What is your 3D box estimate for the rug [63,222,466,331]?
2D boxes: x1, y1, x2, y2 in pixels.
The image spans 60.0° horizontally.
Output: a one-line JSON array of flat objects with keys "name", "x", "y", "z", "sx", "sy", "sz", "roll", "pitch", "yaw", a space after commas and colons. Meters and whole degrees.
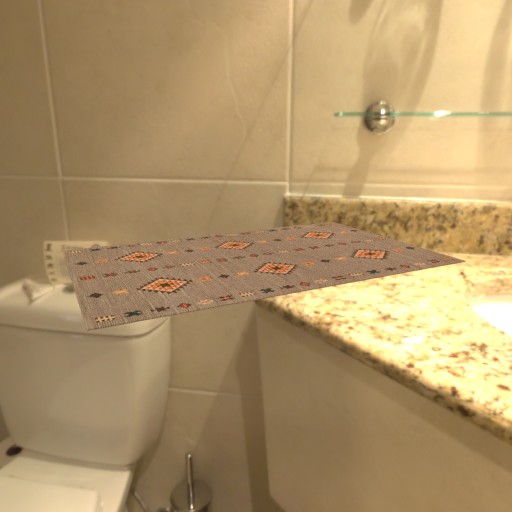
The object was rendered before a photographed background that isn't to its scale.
[{"name": "rug", "x": 0.000, "y": 0.000, "z": 3.133, "sx": 2.427, "sy": 0.007, "sz": 1.515, "roll": -8, "pitch": 17, "yaw": -26}]
